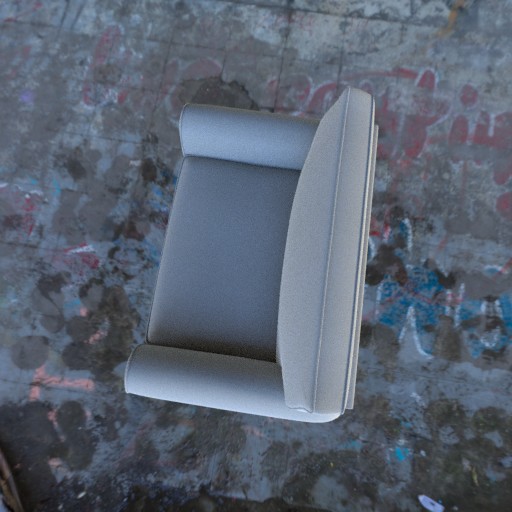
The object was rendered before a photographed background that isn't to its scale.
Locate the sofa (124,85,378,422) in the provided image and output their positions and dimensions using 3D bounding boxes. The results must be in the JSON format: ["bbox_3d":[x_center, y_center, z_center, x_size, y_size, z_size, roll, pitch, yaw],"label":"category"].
[{"bbox_3d":[0.000,0.000,2.126,0.937,1.006,1.405,8,76,2],"label":"sofa"}]
